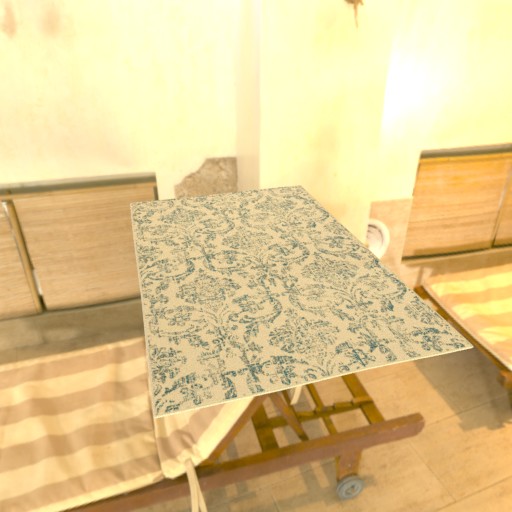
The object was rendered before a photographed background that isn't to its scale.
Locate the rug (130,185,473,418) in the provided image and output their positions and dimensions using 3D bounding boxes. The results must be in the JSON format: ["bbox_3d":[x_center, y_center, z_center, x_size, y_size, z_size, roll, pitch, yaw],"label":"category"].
[{"bbox_3d":[0.000,0.000,3.484,1.819,0.018,2.746,-8,30,-14],"label":"rug"}]
